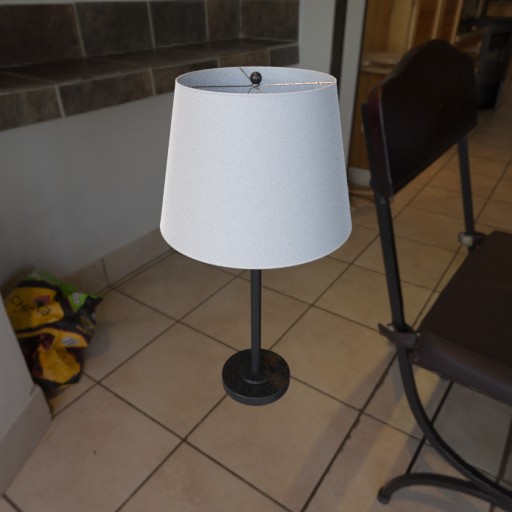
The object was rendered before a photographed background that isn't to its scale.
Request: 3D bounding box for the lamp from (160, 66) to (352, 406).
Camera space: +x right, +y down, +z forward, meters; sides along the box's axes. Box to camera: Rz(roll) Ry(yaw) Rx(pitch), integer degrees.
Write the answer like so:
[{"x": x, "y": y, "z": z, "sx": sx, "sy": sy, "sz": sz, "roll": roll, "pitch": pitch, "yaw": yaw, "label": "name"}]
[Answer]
[{"x": 0.000, "y": 0.000, "z": 0.897, "sx": 0.363, "sy": 0.696, "sz": 0.363, "roll": 0, "pitch": 31, "yaw": 0, "label": "lamp"}]
